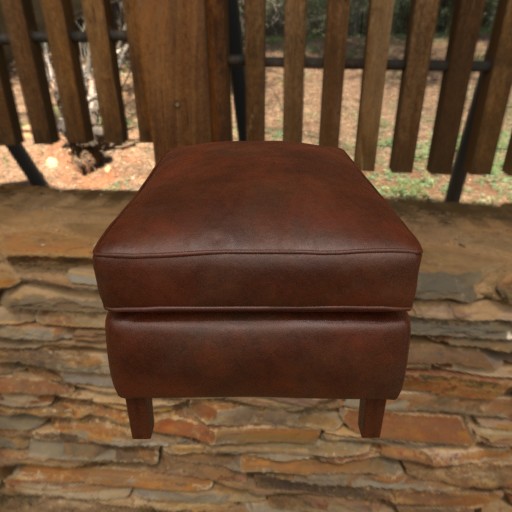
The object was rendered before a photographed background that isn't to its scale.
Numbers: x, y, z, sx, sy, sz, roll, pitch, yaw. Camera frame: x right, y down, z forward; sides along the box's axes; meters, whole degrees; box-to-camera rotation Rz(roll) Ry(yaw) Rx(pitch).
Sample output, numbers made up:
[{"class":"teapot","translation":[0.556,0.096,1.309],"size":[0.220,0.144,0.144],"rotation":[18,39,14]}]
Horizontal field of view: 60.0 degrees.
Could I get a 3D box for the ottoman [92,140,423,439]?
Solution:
[{"class":"ottoman","translation":[0.000,0.000,0.958],"size":[0.501,0.432,0.665],"rotation":[0,26,0]}]
